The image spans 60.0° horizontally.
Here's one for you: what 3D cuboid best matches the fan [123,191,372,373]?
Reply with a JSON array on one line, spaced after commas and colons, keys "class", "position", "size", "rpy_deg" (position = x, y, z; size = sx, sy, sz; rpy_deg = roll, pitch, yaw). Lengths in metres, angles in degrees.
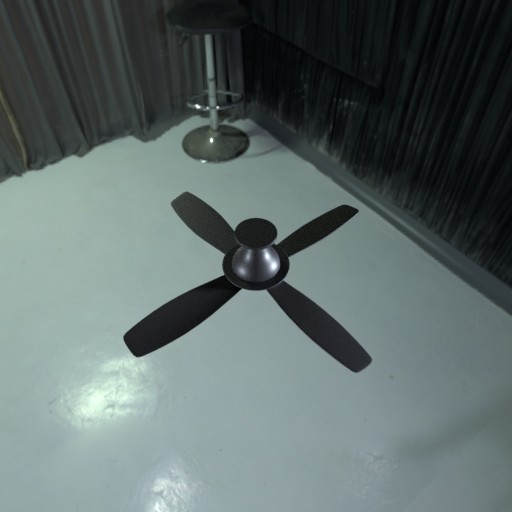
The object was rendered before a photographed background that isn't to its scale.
[{"class": "fan", "position": [0.000, 0.000, 2.547], "size": [1.694, 0.382, 1.694], "rpy_deg": [-32, 55, -26]}]
